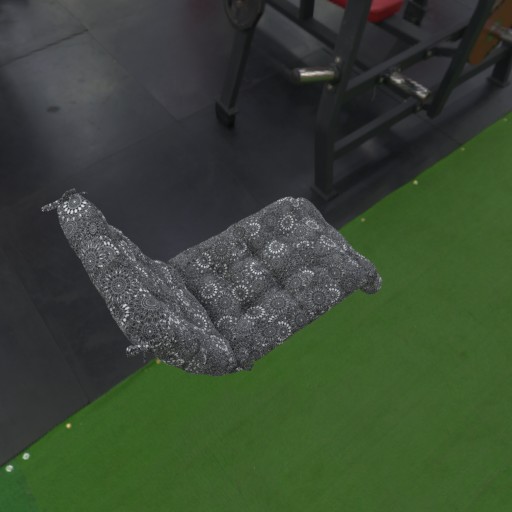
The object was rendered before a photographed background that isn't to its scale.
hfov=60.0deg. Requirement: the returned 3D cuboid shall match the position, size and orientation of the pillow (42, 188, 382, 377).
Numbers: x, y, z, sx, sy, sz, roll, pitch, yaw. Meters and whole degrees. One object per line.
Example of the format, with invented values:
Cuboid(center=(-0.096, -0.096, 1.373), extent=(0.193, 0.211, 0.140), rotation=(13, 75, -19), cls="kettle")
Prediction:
Cuboid(center=(0.000, 0.000, 1.527), extent=(1.016, 0.863, 0.526), rotation=(-31, 63, -18), cls="pillow")
